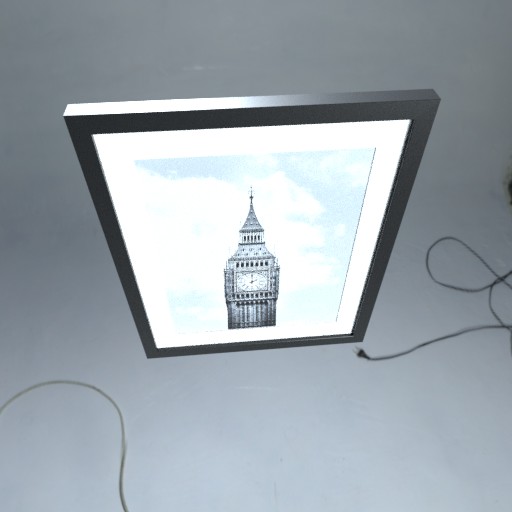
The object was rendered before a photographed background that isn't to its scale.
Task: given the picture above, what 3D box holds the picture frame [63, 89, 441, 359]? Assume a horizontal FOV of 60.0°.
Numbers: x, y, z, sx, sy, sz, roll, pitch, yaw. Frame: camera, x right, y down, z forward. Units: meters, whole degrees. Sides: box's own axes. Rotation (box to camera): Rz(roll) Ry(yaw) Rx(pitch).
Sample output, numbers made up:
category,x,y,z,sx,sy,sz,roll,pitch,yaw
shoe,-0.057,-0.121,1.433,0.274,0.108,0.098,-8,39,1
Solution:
category,x,y,z,sx,sy,sz,roll,pitch,yaw
picture frame,0.000,0.000,0.750,0.460,0.556,0.028,-4,47,-3
